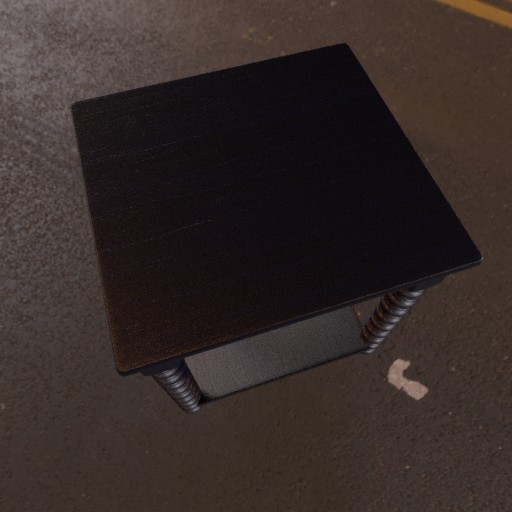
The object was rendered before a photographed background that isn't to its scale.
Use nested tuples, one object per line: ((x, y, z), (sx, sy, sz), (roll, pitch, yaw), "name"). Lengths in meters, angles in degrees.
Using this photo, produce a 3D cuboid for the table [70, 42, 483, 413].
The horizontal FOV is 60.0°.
((0.000, 0.000, 0.956), (0.533, 0.567, 0.500), (-16, 63, -8), "table")
